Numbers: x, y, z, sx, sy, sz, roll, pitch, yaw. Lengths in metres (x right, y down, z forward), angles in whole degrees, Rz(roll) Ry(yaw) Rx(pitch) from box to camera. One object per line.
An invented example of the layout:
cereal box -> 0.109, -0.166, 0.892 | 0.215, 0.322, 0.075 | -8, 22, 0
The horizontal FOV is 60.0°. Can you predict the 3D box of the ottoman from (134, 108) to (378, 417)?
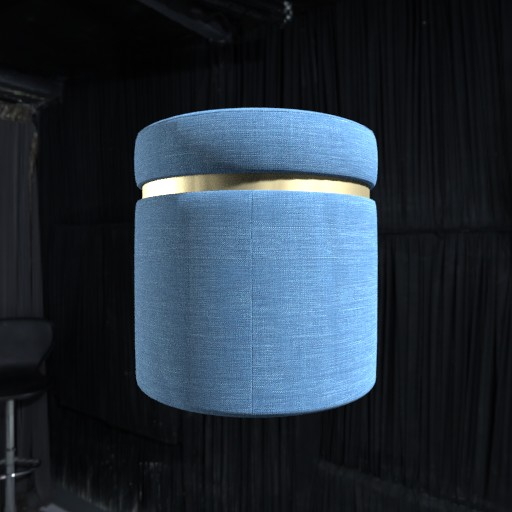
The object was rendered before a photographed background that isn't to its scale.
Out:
ottoman -> 0.000, 0.000, 0.753 | 0.398, 0.406, 0.398 | 0, 1, 0
